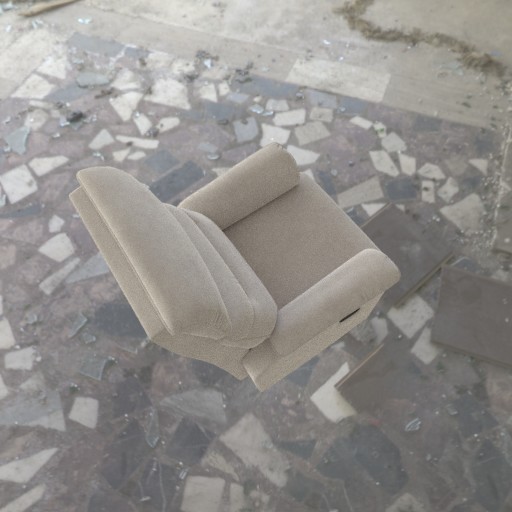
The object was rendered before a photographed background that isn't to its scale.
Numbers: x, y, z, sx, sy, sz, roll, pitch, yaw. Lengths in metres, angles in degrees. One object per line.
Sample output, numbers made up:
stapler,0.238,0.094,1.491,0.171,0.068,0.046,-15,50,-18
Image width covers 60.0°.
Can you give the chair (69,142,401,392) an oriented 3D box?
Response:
chair,0.000,0.000,1.745,1.001,1.039,0.820,-30,64,-16
